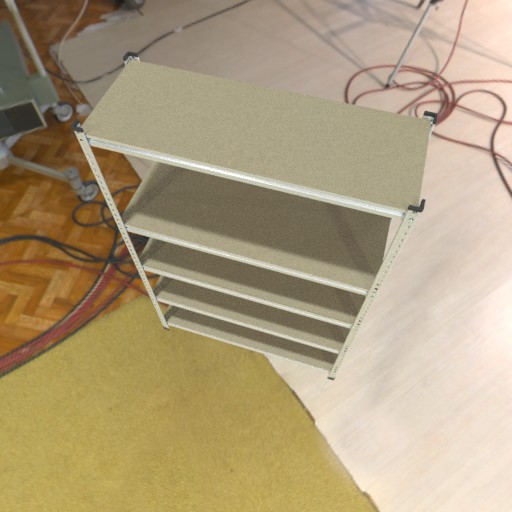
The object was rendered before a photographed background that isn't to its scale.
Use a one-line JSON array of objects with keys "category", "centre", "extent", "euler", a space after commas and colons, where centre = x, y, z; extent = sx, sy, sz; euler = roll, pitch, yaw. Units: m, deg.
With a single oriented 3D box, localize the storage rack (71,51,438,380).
[{"category": "storage rack", "centre": [0.000, 0.000, 2.341], "extent": [1.219, 1.829, 0.457], "euler": [15, 60, 9]}]
